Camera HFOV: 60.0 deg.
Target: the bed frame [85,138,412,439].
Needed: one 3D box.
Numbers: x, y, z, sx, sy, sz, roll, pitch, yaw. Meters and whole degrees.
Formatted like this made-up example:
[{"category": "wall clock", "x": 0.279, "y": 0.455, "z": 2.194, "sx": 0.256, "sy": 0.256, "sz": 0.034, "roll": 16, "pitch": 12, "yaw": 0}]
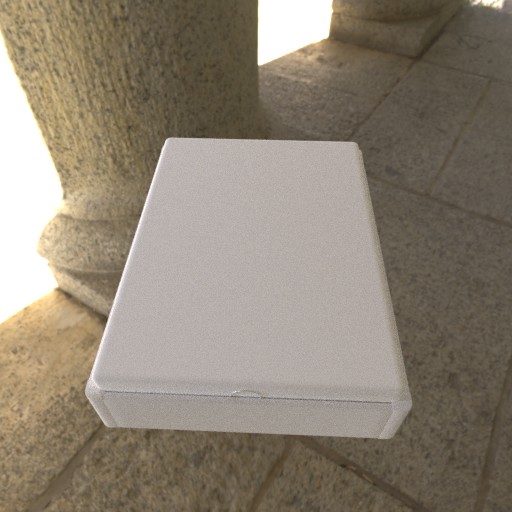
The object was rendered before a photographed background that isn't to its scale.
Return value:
[{"category": "bed frame", "x": 0.000, "y": 0.000, "z": 2.586, "sx": 1.400, "sy": 0.406, "sz": 1.900, "roll": 2, "pitch": 48, "yaw": 2}]
